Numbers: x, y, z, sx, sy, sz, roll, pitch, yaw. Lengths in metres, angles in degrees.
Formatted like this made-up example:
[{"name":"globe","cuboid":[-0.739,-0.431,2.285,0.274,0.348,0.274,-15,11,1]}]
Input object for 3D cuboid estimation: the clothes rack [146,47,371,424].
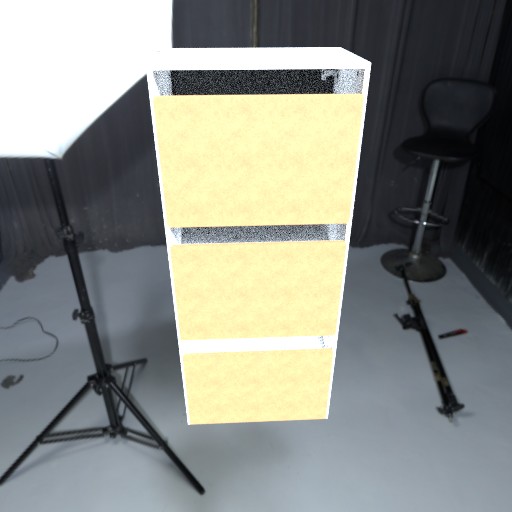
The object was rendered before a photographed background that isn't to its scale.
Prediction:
[{"name":"clothes rack","cuboid":[0.000,0.000,1.427,0.500,1.187,0.330,-2,31,-3]}]
